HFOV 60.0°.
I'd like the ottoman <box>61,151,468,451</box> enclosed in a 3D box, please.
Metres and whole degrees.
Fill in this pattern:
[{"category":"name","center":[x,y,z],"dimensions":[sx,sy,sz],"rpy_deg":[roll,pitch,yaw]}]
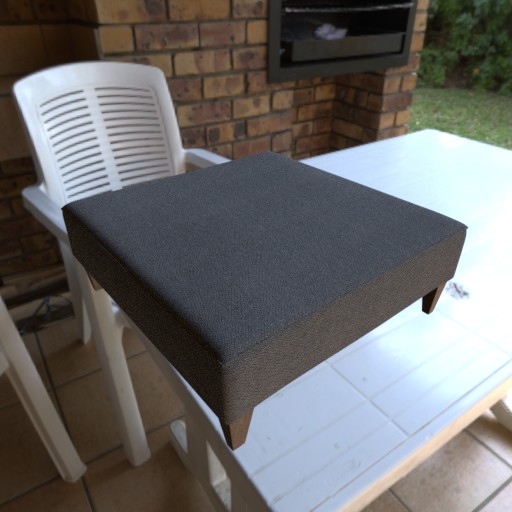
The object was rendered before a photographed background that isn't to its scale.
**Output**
[{"category":"ottoman","center":[0.000,0.000,1.542],"dimensions":[0.970,0.378,0.981],"rpy_deg":[-23,38,-33]}]
